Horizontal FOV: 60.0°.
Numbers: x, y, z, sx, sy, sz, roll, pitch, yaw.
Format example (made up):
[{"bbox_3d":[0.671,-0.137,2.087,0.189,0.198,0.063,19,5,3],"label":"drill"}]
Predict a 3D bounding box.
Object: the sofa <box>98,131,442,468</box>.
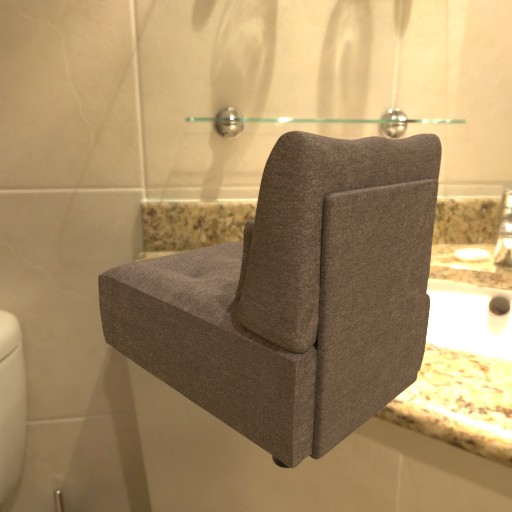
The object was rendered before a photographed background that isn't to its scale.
[{"bbox_3d":[0.000,0.000,1.533,0.700,0.820,1.000,-14,21,-43],"label":"sofa"}]
